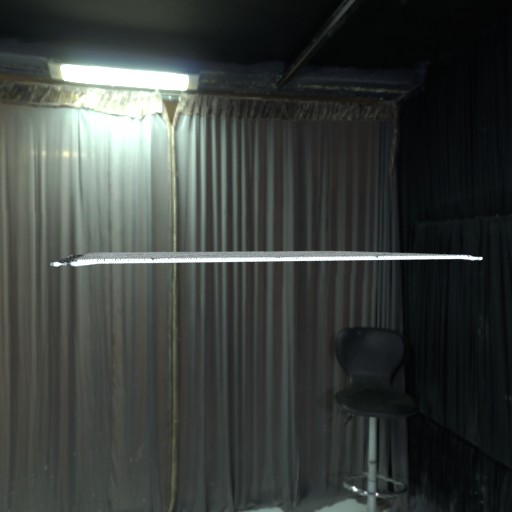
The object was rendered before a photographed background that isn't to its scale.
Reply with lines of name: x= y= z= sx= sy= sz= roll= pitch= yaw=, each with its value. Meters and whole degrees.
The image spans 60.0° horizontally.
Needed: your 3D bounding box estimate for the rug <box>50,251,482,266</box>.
rug: x=0.000 y=0.000 z=2.878 sx=2.307 sy=0.031 sz=1.494 roll=-1 pitch=2 yaw=-19
